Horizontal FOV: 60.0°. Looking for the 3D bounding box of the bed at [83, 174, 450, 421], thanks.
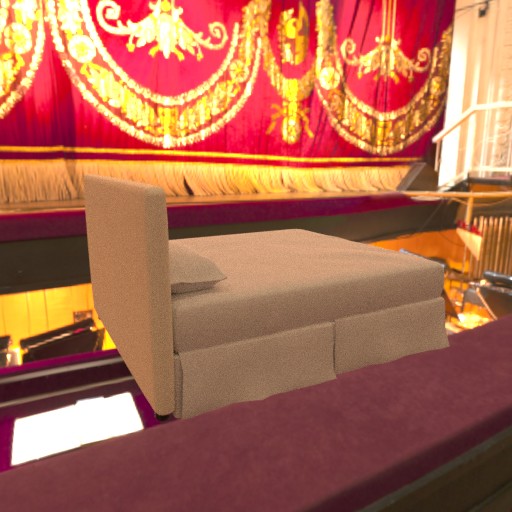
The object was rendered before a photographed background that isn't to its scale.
[{"bbox_3d":[0.000,0.000,3.656,2.341,1.317,2.119,-7,14,-28],"label":"bed"}]
